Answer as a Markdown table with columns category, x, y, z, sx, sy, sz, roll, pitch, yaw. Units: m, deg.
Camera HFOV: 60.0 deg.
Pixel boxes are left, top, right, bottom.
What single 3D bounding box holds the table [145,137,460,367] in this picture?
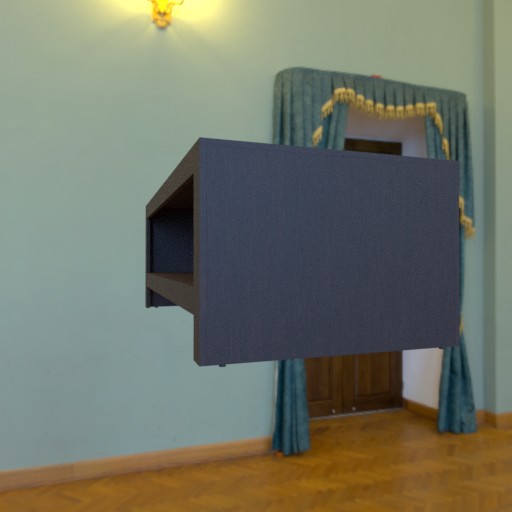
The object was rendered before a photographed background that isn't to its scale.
| category | x | y | z | sx | sy | sz | roll | pitch | yaw |
| --- | --- | --- | --- | --- | --- | --- | --- | --- | --- |
| table | 0.000 | 0.000 | 1.427 | 0.597 | 0.424 | 1.099 | 0 | -1 | -19 |
